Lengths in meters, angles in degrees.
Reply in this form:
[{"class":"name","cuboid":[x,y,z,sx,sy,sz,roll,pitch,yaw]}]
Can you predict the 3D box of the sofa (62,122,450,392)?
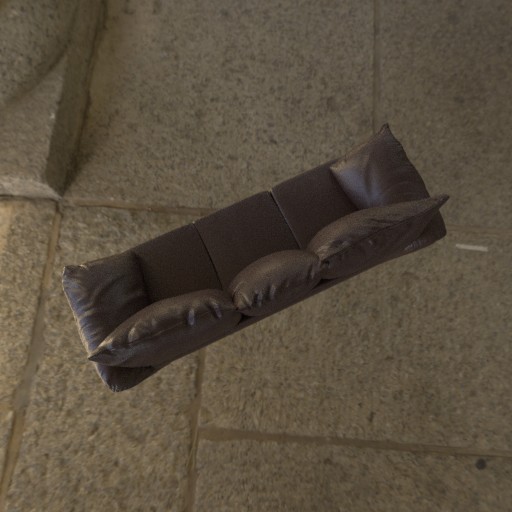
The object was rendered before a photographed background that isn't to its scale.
[{"class":"sofa","cuboid":[0.000,0.000,2.960,2.390,1.091,0.907,-24,77,-6]}]
